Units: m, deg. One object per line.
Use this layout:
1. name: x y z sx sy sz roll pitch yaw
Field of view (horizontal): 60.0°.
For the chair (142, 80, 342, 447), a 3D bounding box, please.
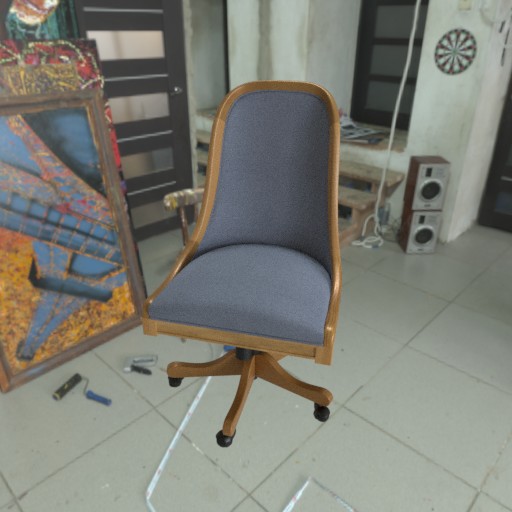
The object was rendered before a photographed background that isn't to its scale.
1. chair: 0.000 0.000 1.479 0.605 1.031 0.735 7 28 13
